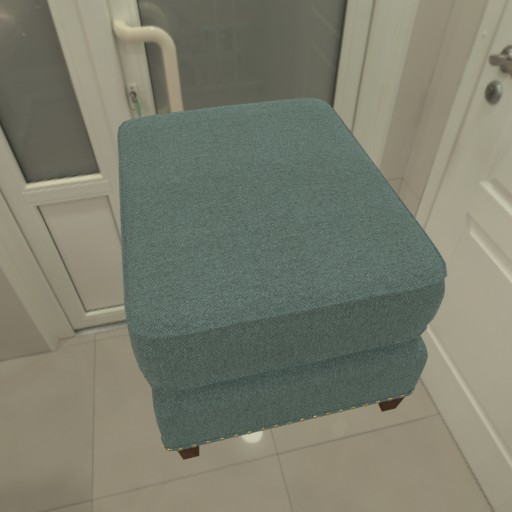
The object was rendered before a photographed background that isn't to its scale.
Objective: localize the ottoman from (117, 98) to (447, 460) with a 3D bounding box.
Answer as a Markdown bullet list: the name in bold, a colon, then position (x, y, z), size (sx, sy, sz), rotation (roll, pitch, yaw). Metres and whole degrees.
- **ottoman**: position (0.000, 0.000, 1.104), size (0.589, 0.537, 0.738), rotation (-10, 47, -9)
